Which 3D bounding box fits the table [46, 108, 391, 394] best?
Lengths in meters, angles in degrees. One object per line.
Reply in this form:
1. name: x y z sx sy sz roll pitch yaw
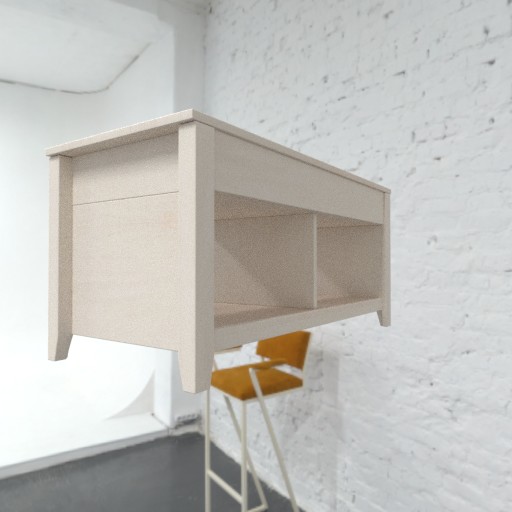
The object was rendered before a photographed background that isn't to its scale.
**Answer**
1. table: 0.000 0.000 1.290 0.457 0.483 1.016 -1 -1 35
